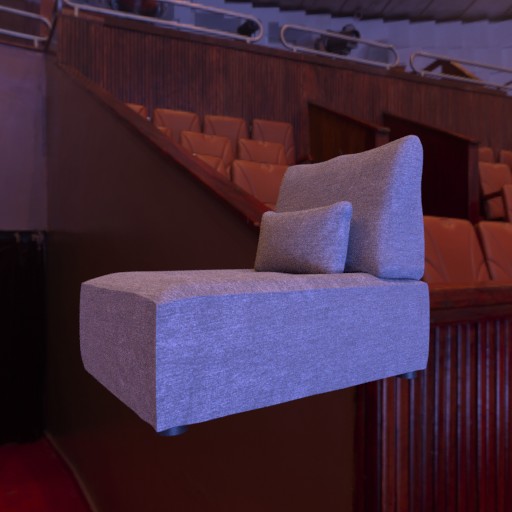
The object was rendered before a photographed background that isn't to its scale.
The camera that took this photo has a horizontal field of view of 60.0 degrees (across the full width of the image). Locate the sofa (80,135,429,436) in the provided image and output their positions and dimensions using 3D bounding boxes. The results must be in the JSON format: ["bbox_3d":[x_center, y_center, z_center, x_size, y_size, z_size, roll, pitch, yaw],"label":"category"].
[{"bbox_3d":[0.000,0.000,1.526,1.000,0.820,0.700,0,0,-34],"label":"sofa"}]
